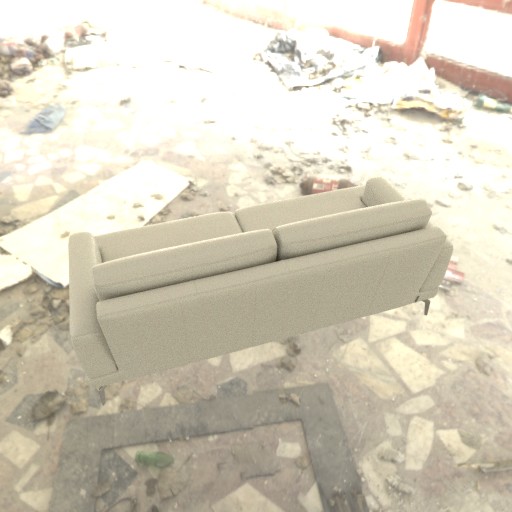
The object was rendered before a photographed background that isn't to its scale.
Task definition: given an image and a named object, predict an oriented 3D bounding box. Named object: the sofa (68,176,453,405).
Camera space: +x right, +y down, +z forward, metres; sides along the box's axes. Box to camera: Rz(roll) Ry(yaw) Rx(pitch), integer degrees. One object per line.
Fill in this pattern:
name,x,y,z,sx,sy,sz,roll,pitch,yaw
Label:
sofa,0.000,0.000,2.467,1.940,0.765,0.974,-12,43,-14
